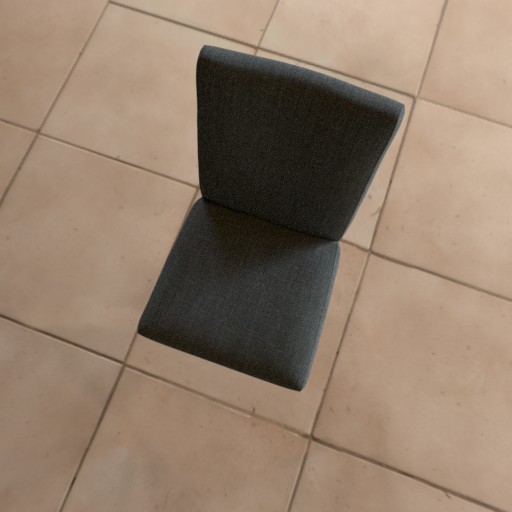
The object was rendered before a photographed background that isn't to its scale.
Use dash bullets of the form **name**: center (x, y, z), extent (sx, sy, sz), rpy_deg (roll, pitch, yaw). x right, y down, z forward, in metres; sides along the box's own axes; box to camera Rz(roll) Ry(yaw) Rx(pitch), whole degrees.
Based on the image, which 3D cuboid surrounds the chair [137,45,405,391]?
- **chair**: center (0.000, 0.000, 1.253), extent (0.487, 0.884, 0.629), rpy_deg (19, 77, 5)
